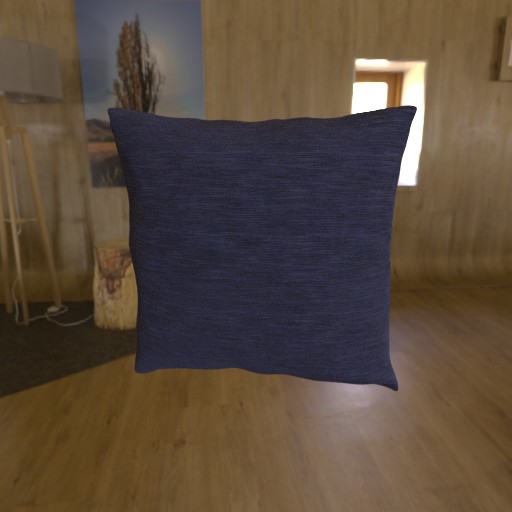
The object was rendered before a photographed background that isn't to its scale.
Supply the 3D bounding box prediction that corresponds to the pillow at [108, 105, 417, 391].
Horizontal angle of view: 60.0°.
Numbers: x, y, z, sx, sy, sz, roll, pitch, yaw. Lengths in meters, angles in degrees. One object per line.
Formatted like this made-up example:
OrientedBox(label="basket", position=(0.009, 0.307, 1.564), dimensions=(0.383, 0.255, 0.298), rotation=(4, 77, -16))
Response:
OrientedBox(label="pillow", position=(0.000, 0.000, 0.679), dimensions=(0.452, 0.439, 0.204), rotation=(2, 14, 9))
